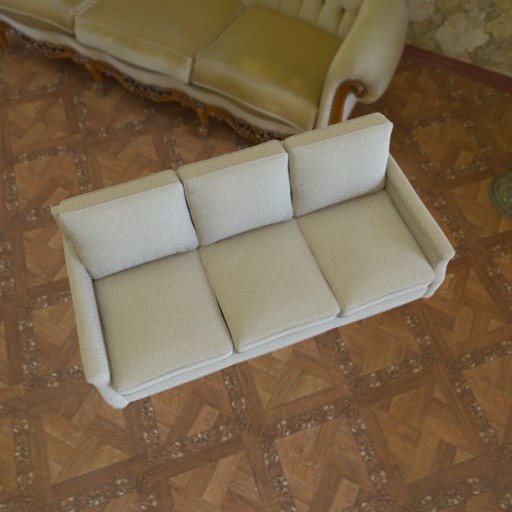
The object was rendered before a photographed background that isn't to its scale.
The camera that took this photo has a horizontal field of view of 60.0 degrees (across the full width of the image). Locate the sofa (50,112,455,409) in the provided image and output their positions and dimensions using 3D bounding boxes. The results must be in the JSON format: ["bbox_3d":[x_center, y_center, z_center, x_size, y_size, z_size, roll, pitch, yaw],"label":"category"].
[{"bbox_3d":[0.000,0.000,2.812,2.246,1.003,1.084,-18,64,-9],"label":"sofa"}]
